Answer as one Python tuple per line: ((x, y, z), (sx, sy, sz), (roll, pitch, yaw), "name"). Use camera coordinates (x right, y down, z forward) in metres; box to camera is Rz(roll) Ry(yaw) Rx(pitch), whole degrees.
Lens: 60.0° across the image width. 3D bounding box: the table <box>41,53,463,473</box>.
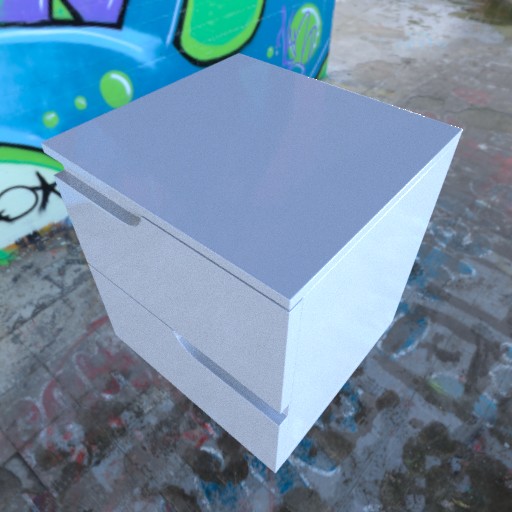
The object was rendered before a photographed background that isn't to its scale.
((0.000, 0.000, 0.775), (0.420, 0.470, 0.400), (31, 53, 27), "table")
